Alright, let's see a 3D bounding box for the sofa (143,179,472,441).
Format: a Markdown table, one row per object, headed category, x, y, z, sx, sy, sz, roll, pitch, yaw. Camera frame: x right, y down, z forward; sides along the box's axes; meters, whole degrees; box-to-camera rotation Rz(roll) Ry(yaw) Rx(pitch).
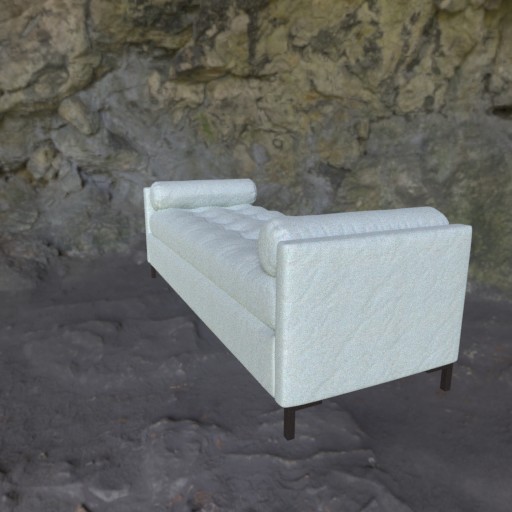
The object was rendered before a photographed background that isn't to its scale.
| category | x | y | z | sx | sy | sz | roll | pitch | yaw |
| --- | --- | --- | --- | --- | --- | --- | --- | --- | --- |
| sofa | 0.000 | 0.000 | 2.411 | 0.796 | 0.705 | 2.102 | -6 | 15 | -24 |
